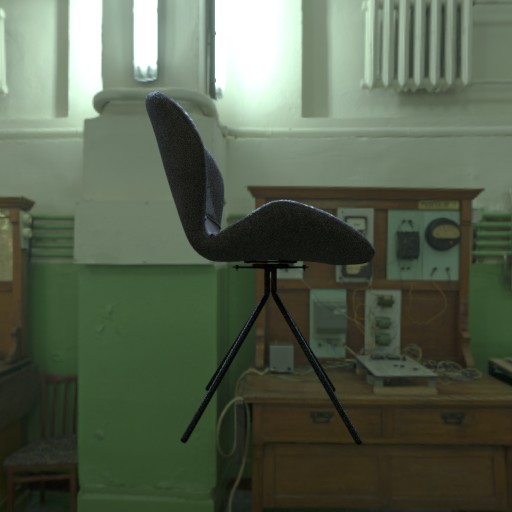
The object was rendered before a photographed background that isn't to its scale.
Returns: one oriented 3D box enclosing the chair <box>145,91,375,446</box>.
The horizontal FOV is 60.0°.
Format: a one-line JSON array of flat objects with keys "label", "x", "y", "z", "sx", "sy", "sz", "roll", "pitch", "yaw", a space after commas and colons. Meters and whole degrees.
[{"label": "chair", "x": 0.000, "y": 0.000, "z": 1.316, "sx": 0.640, "sy": 0.934, "sz": 0.527, "roll": 0, "pitch": 0, "yaw": 2}]
